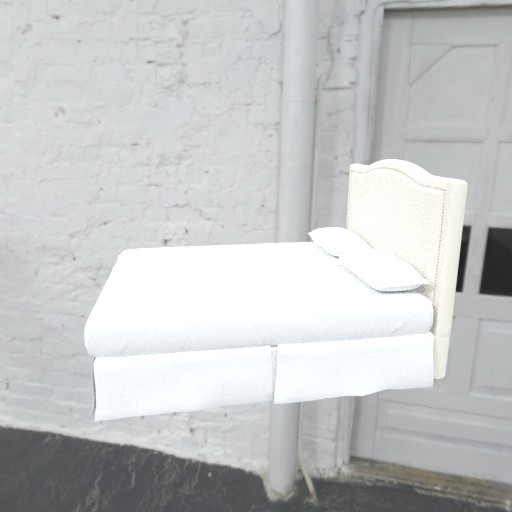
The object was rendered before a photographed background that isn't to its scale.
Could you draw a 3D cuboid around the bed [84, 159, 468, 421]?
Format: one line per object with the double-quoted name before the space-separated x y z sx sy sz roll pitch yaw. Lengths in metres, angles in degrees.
"bed" 0.000 0.000 3.417 2.282 1.436 1.821 -2 15 -9
